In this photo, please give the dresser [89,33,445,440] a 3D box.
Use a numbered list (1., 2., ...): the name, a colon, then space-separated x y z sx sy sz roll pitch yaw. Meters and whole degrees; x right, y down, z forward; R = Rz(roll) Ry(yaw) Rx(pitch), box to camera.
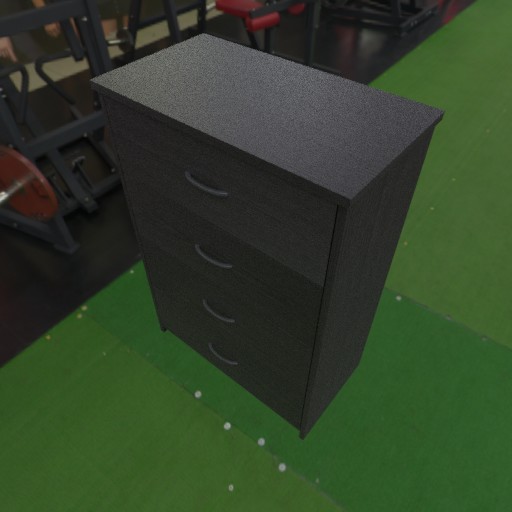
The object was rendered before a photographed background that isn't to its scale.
1. dresser: 0.000 0.000 1.347 0.704 1.020 0.399 30 53 26
